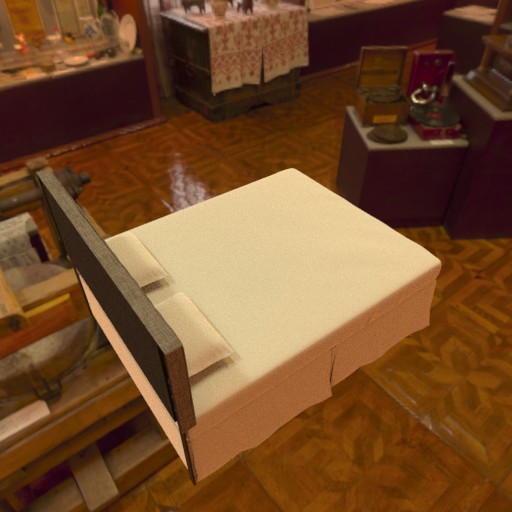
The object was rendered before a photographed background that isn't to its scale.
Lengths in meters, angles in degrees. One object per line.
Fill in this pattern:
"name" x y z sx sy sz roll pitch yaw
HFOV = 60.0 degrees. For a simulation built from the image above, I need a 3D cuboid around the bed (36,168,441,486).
"bed" 0.000 0.000 2.867 1.958 1.168 1.621 -26 47 -27
